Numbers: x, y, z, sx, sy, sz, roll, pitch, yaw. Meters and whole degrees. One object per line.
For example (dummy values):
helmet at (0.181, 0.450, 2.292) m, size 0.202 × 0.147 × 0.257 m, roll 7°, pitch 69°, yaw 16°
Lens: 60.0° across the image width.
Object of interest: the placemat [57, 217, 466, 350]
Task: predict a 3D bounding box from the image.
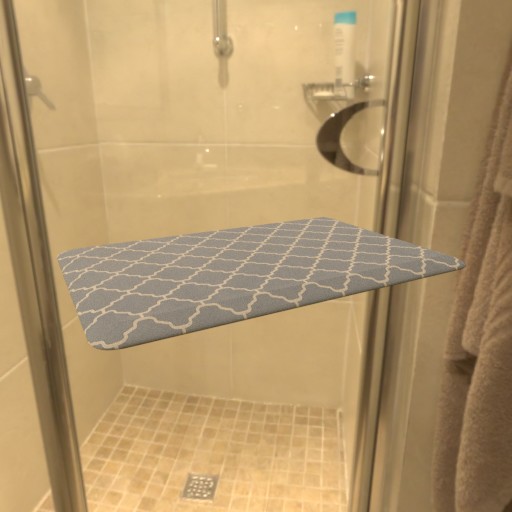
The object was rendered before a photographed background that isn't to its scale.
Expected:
placemat at (0.000, 0.000, 0.963) m, size 0.762 × 0.021 × 0.508 m, roll -9°, pitch 20°, yaw -27°
